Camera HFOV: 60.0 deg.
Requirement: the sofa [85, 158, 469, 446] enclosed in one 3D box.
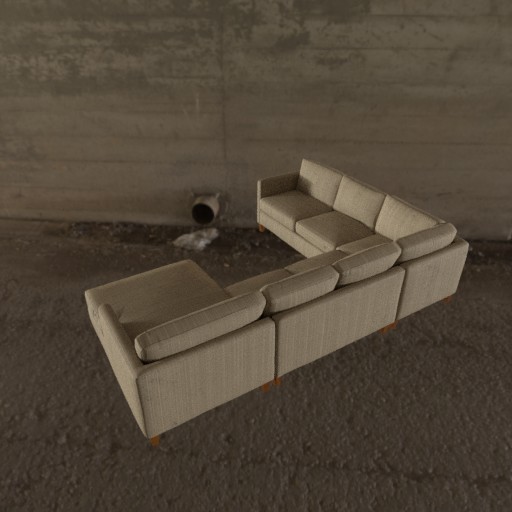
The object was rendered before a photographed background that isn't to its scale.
[{"bbox_3d":[0.000,0.000,4.686,3.460,0.961,2.594,-18,35,-27],"label":"sofa"}]
